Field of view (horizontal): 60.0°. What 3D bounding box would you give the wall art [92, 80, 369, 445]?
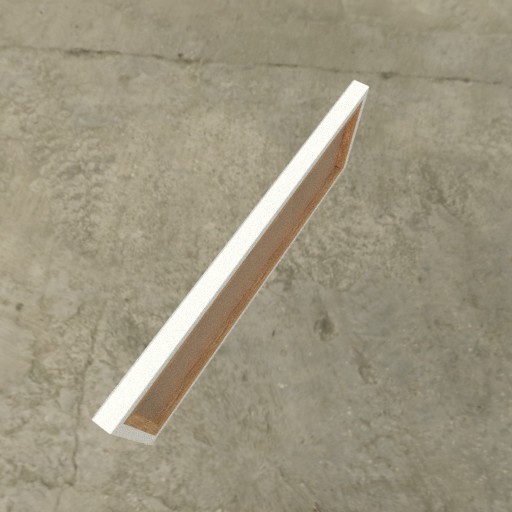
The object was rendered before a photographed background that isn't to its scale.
[{"bbox_3d":[0.000,0.000,0.855,0.036,0.256,0.766,30,68,14],"label":"wall art"}]
